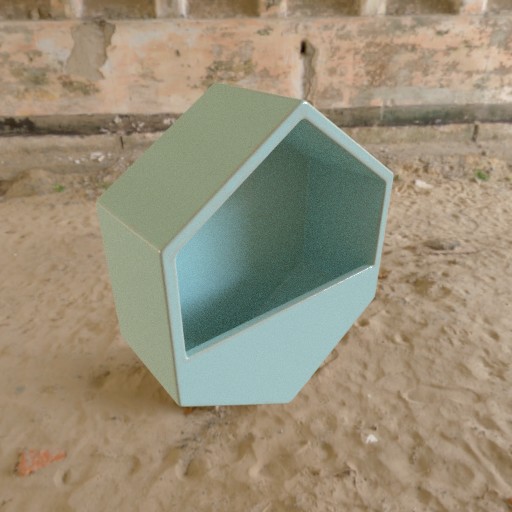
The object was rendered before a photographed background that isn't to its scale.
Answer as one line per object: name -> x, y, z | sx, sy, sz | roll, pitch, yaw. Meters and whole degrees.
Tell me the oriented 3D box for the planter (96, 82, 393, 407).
planter -> 0.000, 0.000, 0.291 | 0.169, 0.207, 0.078 | -22, 36, -33
